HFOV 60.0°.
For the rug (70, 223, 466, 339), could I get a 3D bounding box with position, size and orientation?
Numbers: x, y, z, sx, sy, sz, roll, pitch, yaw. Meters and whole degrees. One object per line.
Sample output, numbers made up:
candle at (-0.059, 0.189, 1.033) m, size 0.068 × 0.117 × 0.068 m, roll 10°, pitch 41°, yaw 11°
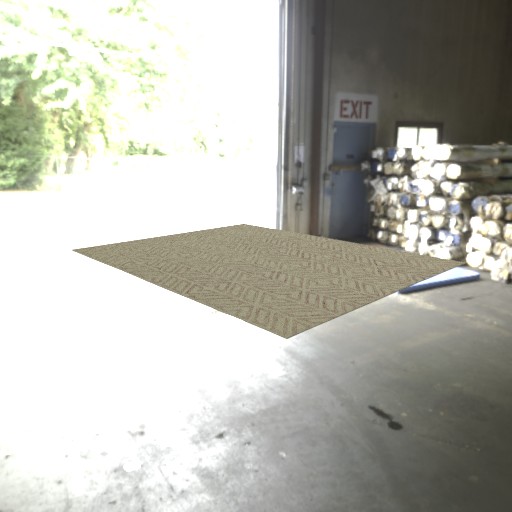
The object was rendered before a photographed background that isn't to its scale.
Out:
rug at (0.000, 0.000, 4.315) m, size 2.421 × 0.008 × 3.045 m, roll -13°, pitch 18°, yaw -42°
